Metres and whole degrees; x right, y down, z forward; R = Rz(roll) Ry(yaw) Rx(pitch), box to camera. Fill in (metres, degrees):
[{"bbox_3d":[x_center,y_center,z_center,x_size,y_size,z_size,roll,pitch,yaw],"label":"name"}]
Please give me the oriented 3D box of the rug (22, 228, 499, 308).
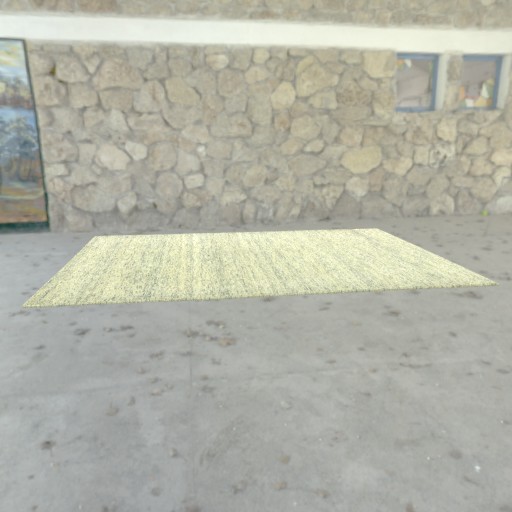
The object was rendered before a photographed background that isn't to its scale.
[{"bbox_3d":[0.000,0.000,2.281,1.846,0.014,1.243,-2,14,-8],"label":"rug"}]
